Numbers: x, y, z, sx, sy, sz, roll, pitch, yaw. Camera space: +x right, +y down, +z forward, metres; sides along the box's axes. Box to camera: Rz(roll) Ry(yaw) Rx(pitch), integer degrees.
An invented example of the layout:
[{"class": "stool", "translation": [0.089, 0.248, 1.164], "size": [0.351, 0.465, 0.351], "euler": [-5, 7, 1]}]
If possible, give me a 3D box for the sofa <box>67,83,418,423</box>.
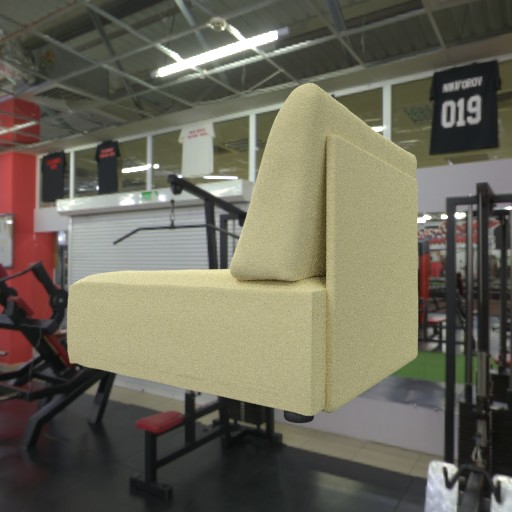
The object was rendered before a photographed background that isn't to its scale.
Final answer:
[{"class": "sofa", "translation": [0.000, 0.000, 1.677], "size": [1.000, 0.820, 0.930], "euler": [-1, -1, 35]}]
